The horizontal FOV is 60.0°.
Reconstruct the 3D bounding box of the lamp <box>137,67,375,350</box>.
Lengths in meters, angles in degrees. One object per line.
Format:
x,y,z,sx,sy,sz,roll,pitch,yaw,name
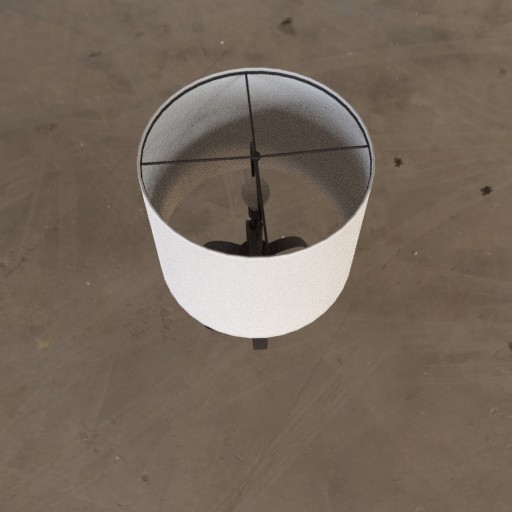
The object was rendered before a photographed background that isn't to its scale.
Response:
0.000,0.000,0.701,0.286,0.510,0.286,0,64,0,lamp
